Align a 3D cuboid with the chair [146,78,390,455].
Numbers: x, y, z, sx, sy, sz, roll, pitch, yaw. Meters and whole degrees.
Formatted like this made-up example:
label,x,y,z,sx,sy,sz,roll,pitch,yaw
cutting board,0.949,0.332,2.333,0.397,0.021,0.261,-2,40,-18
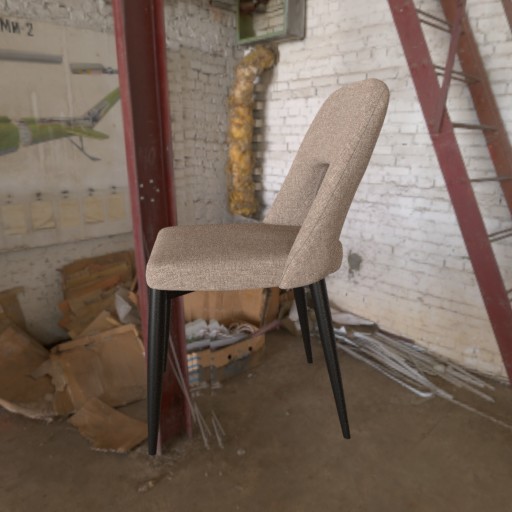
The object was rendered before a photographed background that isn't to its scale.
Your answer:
label,x,y,z,sx,sy,sz,roll,pitch,yaw
chair,0.000,0.000,1.253,0.612,0.931,0.470,-2,15,-7
